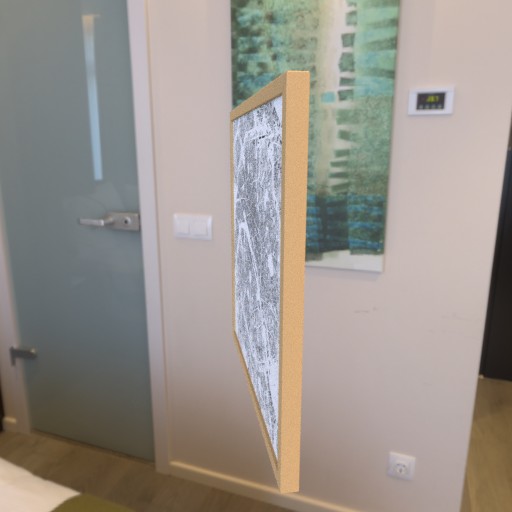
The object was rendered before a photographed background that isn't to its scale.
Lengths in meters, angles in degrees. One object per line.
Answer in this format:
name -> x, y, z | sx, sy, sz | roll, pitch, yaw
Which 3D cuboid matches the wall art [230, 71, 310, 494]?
wall art -> 0.000, 0.000, 1.131 | 0.037, 0.761, 0.761 | -2, 14, -10
